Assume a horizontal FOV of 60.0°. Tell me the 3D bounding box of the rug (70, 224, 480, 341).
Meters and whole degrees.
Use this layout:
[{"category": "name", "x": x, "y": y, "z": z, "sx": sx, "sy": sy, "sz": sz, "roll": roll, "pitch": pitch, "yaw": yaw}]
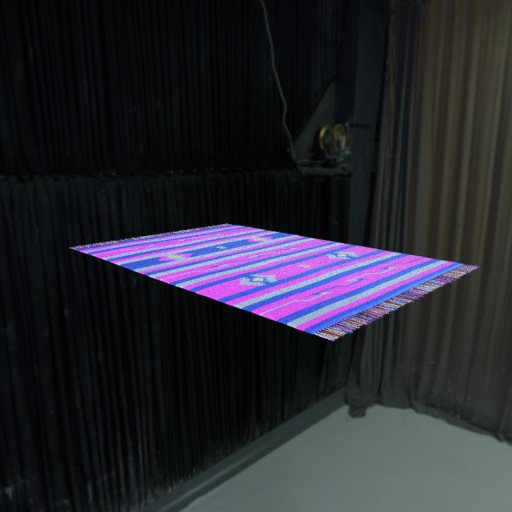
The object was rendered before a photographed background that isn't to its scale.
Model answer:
[{"category": "rug", "x": 0.000, "y": 0.000, "z": 2.971, "sx": 2.350, "sy": 0.013, "sz": 1.539, "roll": 13, "pitch": 18, "yaw": 43}]
